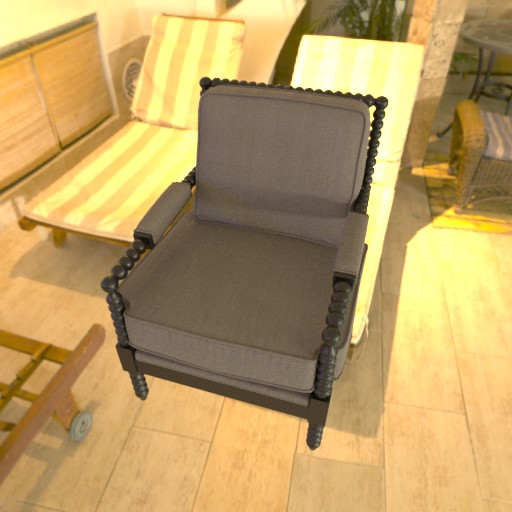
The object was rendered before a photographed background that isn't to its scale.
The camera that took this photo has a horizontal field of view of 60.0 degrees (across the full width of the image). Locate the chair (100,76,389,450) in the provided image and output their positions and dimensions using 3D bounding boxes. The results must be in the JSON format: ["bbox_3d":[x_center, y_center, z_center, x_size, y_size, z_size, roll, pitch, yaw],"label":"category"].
[{"bbox_3d":[0.000,0.000,1.122,0.540,0.661,0.622,11,42,13],"label":"chair"}]
